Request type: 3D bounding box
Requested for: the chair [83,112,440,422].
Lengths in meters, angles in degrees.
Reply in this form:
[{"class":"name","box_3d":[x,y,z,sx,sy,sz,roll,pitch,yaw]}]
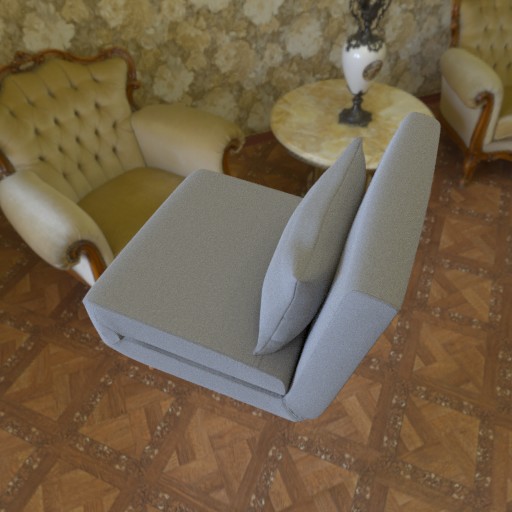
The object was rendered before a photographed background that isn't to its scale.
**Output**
[{"class":"chair","box_3d":[0.000,0.000,1.454,0.902,0.808,0.770,16,48,15]}]
